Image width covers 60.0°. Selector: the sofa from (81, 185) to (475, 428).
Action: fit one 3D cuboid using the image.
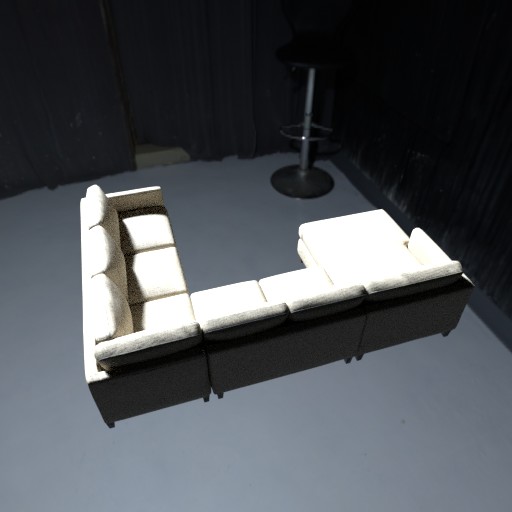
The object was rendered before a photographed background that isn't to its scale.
[{"bbox_3d":[0.000,0.000,4.733,3.460,0.959,2.593,-12,43,-13],"label":"sofa"}]
